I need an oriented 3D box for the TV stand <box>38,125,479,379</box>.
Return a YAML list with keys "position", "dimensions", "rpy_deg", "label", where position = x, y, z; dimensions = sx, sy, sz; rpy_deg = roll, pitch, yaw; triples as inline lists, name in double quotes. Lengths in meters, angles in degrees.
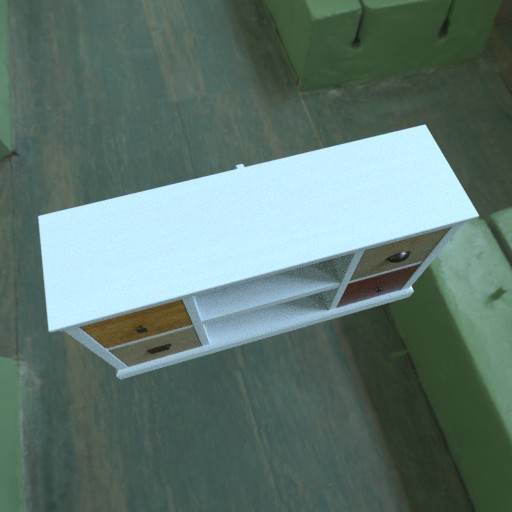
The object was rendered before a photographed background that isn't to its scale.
- position: [0.000, 0.000, 1.531]
  dimensions: [1.187, 0.624, 0.424]
  rpy_deg: [-15, 65, -7]
  label: "TV stand"
